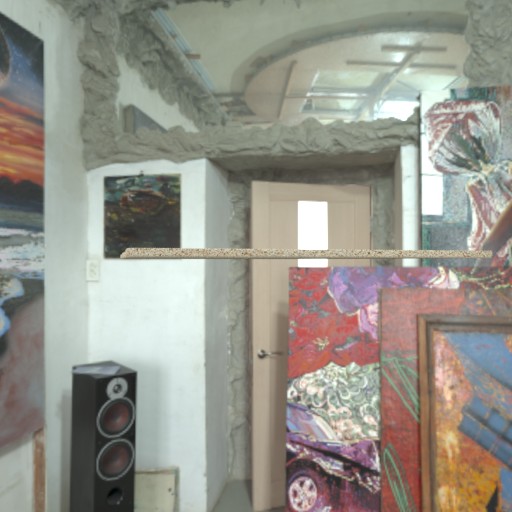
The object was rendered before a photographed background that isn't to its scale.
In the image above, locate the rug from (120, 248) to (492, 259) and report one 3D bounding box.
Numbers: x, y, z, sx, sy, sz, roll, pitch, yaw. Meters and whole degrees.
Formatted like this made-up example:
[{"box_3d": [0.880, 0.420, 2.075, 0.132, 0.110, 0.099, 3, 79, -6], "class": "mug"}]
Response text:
[{"box_3d": [0.000, 0.000, 2.075, 1.199, 0.025, 1.600, 0, -1, -18], "class": "rug"}]
